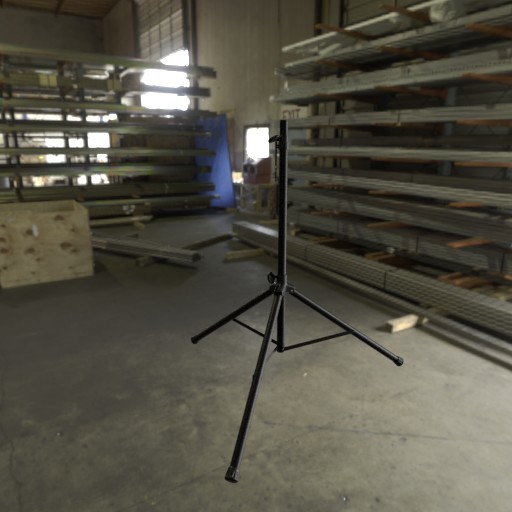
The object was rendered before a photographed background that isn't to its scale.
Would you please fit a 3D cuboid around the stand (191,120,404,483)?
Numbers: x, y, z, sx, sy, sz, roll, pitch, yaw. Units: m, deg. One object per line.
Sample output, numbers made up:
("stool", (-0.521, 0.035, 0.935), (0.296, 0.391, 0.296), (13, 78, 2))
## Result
("stand", (0.000, 0.000, 2.746), (1.596, 1.595, 1.339), (-13, 19, -43))
